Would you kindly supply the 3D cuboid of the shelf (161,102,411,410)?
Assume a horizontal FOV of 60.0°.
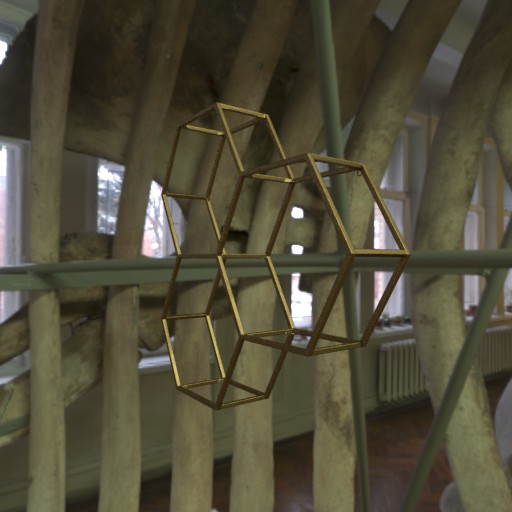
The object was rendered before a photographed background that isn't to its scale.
[{"bbox_3d":[0.000,0.000,1.009,0.150,0.701,0.708,0,-1,-36],"label":"shelf"}]
